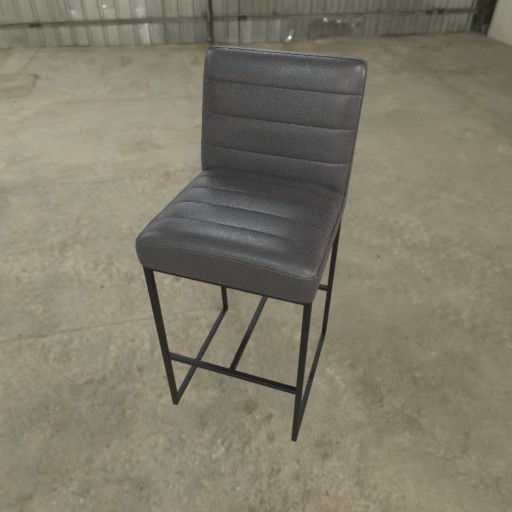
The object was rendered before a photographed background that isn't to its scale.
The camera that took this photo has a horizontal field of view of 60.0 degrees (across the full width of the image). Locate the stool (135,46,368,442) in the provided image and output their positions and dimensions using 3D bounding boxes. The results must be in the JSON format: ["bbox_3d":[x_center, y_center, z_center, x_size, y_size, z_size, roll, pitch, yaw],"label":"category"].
[{"bbox_3d":[0.000,0.000,1.332,0.457,1.040,0.552,12,40,14],"label":"stool"}]
